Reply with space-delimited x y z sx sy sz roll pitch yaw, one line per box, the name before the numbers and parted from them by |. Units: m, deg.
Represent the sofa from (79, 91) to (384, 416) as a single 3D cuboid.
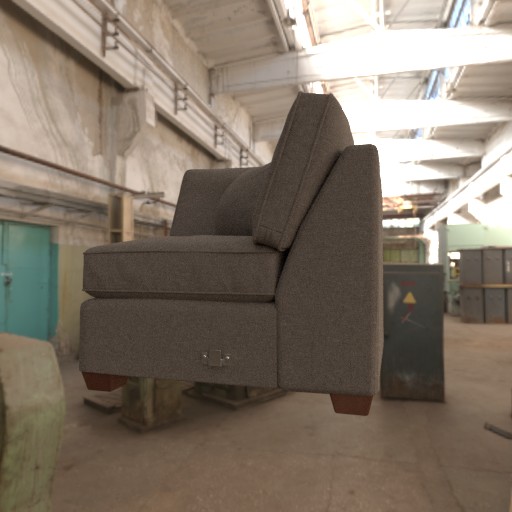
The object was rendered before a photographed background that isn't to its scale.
sofa | 0.000 0.000 1.978 1.084 1.002 1.146 0 -2 17
